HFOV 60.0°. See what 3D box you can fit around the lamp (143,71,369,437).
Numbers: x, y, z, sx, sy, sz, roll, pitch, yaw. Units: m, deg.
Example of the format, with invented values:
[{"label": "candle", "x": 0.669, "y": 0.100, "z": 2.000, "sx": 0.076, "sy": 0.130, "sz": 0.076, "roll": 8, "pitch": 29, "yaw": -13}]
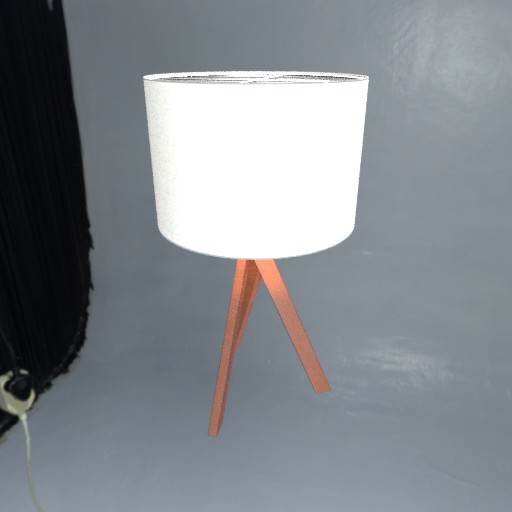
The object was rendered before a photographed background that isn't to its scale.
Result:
[{"label": "lamp", "x": 0.000, "y": 0.000, "z": 0.910, "sx": 0.380, "sy": 0.686, "sz": 0.380, "roll": 8, "pitch": 26, "yaw": 16}]
